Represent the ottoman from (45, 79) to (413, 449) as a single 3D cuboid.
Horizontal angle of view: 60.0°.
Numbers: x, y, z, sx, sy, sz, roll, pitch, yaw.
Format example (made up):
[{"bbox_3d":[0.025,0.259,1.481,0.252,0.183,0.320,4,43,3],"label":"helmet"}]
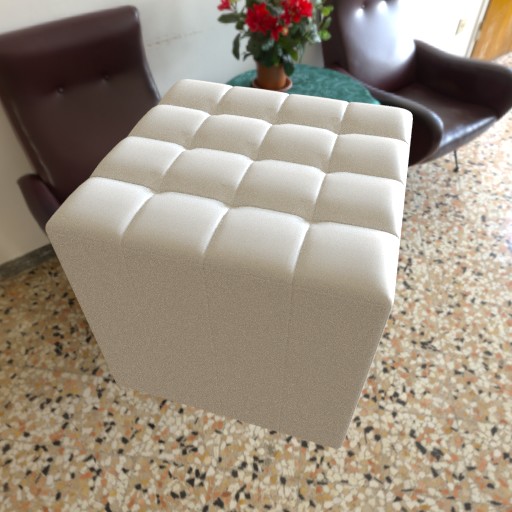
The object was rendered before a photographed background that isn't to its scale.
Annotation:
[{"bbox_3d":[0.000,0.000,0.785,0.425,0.432,0.425,12,47,11],"label":"ottoman"}]
